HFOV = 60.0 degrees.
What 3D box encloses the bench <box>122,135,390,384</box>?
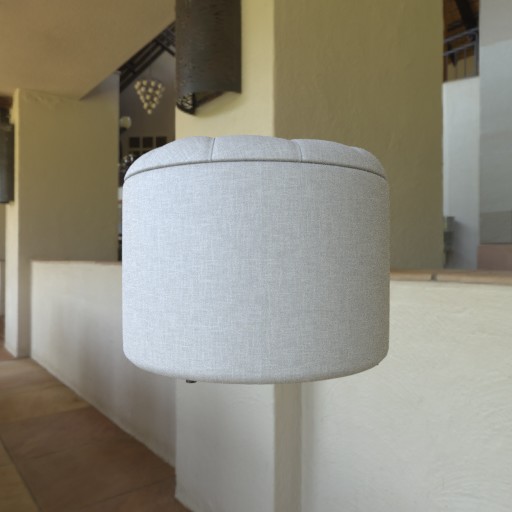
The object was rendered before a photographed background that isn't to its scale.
[{"bbox_3d":[0.000,0.000,1.039,0.600,0.453,0.600,0,0,0],"label":"bench"}]
